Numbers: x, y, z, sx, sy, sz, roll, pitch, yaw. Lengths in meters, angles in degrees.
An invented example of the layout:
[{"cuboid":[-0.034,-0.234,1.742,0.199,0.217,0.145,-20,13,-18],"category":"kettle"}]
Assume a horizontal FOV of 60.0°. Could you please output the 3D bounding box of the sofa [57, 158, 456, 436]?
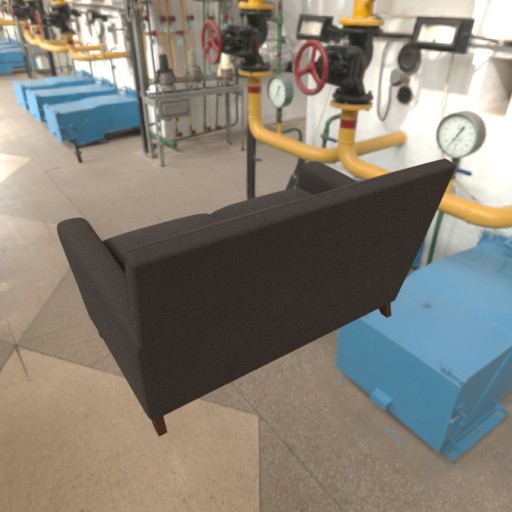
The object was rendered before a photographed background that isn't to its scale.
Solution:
[{"cuboid":[0.000,0.000,1.951,1.420,0.846,0.871,-19,35,-29],"category":"sofa"}]
